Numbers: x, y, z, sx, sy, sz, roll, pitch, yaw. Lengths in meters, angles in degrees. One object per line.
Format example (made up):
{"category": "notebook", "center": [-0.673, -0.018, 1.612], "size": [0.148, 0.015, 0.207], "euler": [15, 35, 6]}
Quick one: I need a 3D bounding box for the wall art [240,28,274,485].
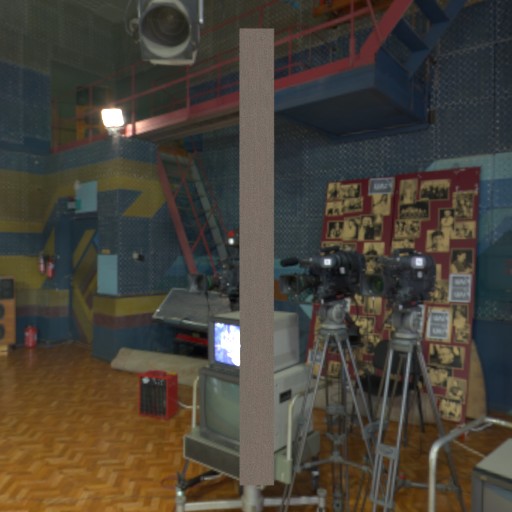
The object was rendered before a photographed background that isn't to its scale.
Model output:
{"category": "wall art", "center": [0.000, 0.000, 0.746], "size": [0.038, 0.506, 0.508], "euler": [0, 0, 0]}
